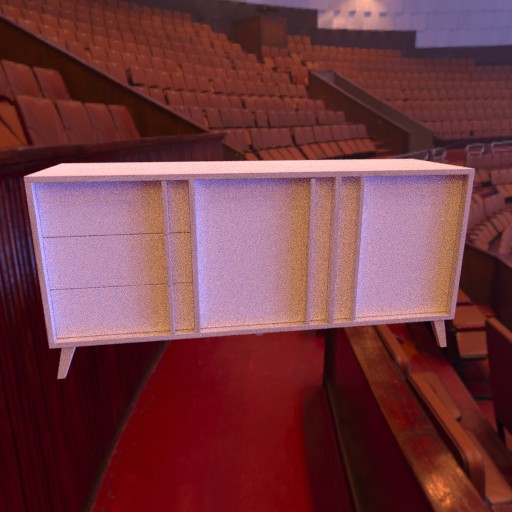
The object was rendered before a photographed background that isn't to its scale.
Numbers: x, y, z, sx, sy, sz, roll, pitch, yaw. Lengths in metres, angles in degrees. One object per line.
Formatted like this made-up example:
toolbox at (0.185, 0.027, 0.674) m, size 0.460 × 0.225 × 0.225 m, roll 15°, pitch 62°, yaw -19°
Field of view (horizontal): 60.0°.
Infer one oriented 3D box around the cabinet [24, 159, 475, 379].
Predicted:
cabinet at (0.000, 0.000, 1.952) m, size 1.649 × 0.780 × 0.500 m, roll -3°, pitch 17°, yaw -9°
